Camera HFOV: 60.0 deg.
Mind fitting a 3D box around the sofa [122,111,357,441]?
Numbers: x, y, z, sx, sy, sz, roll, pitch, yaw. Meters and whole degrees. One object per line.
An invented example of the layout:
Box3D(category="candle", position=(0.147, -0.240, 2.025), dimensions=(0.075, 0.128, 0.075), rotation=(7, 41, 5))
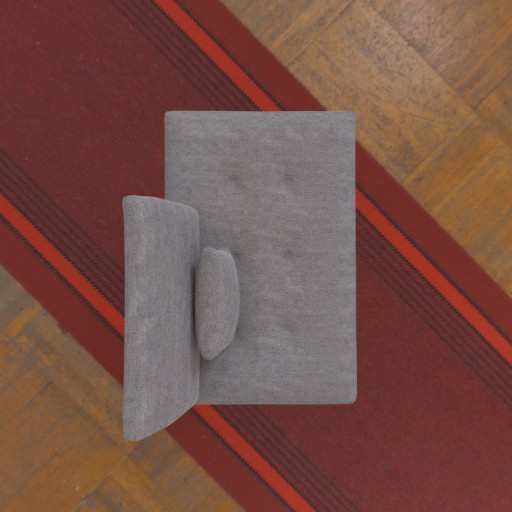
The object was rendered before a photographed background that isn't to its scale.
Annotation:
Box3D(category="sofa", position=(0.000, 0.000, 2.024), dimensions=(1.002, 0.820, 1.450), rotation=(0, 89, -1))
